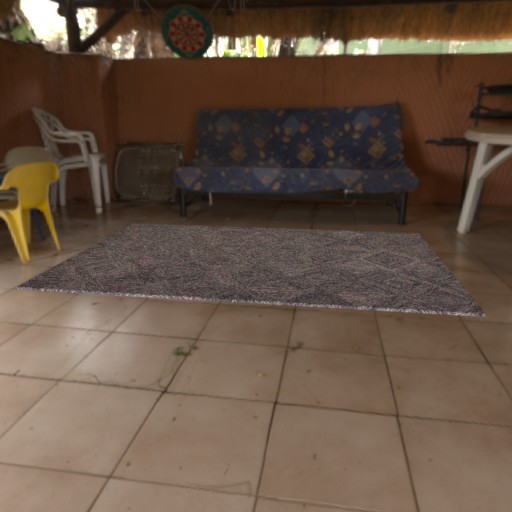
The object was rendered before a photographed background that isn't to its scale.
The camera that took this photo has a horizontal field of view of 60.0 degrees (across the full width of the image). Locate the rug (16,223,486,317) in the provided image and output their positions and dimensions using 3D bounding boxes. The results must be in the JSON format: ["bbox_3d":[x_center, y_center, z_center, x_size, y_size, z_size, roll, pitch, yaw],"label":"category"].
[{"bbox_3d":[0.000,0.000,2.845,2.298,0.017,1.501,2,17,8],"label":"rug"}]
